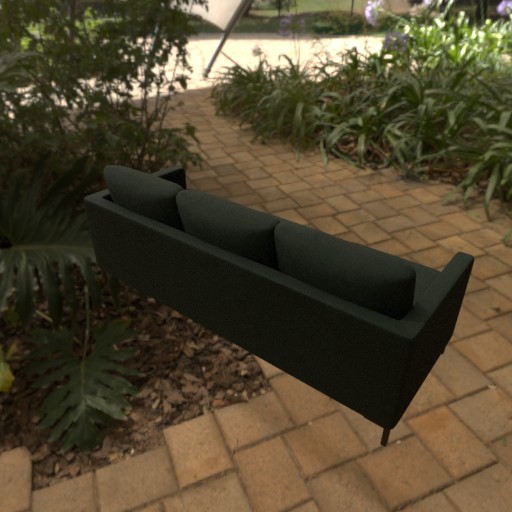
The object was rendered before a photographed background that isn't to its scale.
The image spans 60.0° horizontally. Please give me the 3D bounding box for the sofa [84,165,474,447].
[{"bbox_3d":[0.000,0.000,2.680,2.218,0.870,0.859,22,37,32],"label":"sofa"}]
